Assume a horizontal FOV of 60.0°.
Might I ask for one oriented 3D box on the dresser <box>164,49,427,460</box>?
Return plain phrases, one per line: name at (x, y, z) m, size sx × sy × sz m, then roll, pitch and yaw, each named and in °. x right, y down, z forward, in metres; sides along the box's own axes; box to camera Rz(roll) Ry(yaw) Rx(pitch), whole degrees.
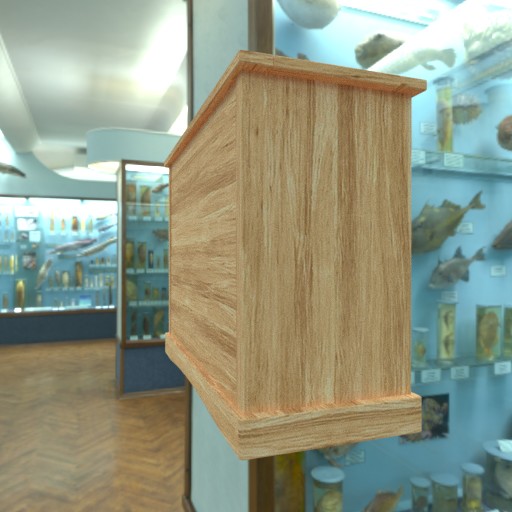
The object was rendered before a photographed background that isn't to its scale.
dresser at (0.000, 0.000, 1.322) m, size 0.410 × 0.740 × 0.990 m, roll 0°, pitch 0°, yaw -19°
